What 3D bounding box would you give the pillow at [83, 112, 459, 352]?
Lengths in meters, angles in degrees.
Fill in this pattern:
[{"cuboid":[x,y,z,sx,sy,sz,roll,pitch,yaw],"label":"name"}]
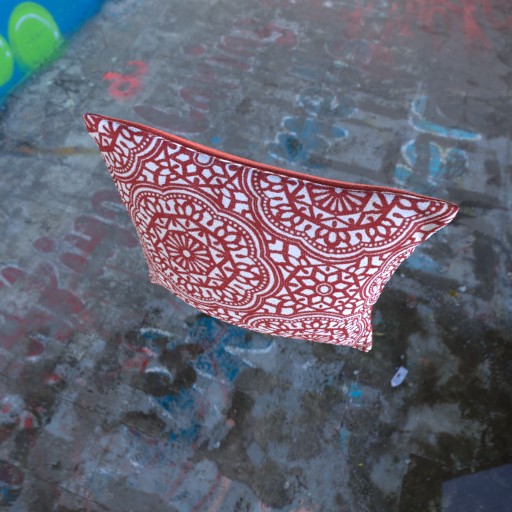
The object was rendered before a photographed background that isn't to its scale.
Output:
[{"cuboid":[0.000,0.000,0.664,0.438,0.419,0.162,16,59,10],"label":"pillow"}]
